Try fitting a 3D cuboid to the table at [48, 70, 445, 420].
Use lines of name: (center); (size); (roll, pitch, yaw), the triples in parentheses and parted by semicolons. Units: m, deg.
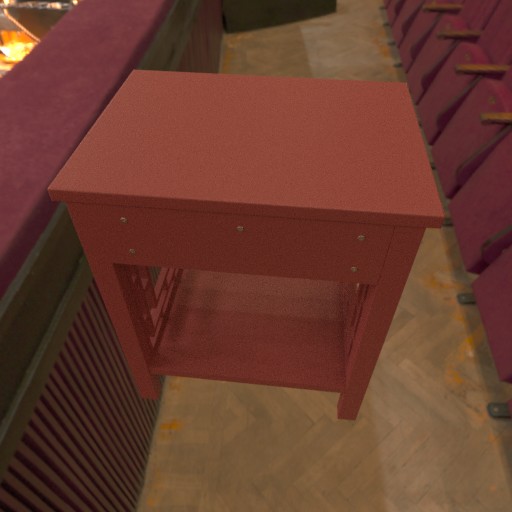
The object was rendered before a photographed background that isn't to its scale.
table: (0.000, 0.000, 1.062); (0.599, 0.686, 0.451); (5, 46, 4)
